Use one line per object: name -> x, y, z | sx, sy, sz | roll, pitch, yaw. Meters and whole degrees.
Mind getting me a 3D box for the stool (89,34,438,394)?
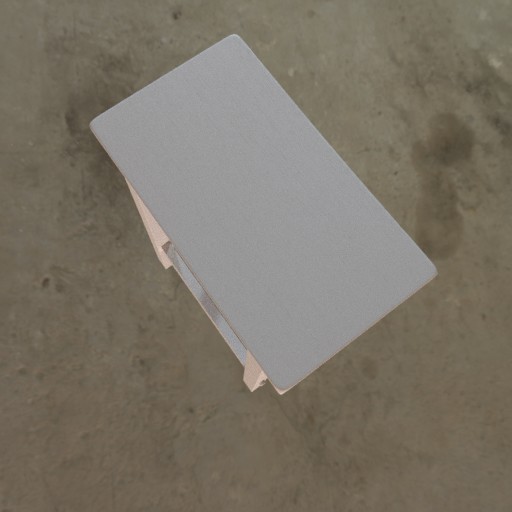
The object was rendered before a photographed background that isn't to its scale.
stool -> 0.000, 0.000, 0.827 | 0.322, 0.610, 0.406 | -35, 79, -8
